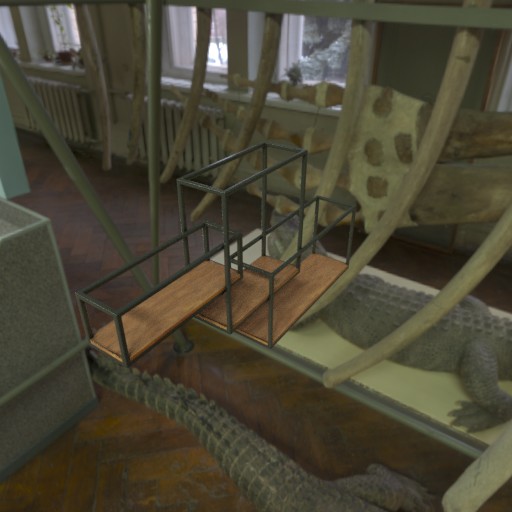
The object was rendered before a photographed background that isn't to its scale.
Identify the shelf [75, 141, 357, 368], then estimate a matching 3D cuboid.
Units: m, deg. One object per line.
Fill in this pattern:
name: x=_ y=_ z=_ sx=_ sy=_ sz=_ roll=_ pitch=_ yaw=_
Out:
shelf: x=0.000 y=0.000 z=2.157 sx=0.275 sy=0.972 sz=1.781 roll=20 pitch=36 yaw=29
